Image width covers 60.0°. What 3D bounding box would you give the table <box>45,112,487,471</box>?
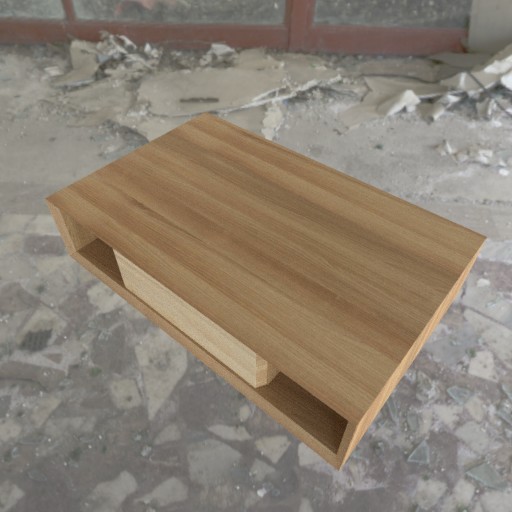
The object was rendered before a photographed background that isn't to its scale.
[{"bbox_3d":[0.000,0.000,1.416,1.100,0.330,0.700,31,54,26],"label":"table"}]
